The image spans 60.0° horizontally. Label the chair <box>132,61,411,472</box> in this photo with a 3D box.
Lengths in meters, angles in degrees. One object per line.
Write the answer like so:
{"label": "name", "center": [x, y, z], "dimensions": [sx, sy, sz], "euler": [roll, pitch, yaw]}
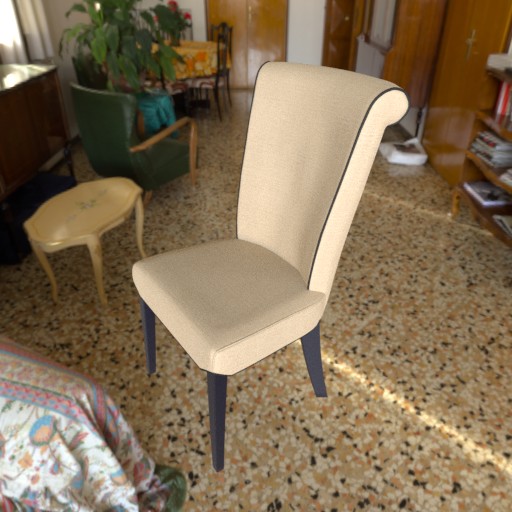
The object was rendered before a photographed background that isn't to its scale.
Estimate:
{"label": "chair", "center": [0.000, 0.000, 1.330], "dimensions": [0.623, 0.997, 0.522], "euler": [-21, 37, -30]}
